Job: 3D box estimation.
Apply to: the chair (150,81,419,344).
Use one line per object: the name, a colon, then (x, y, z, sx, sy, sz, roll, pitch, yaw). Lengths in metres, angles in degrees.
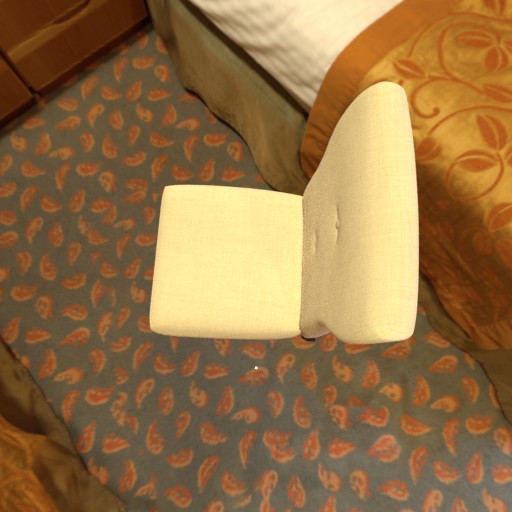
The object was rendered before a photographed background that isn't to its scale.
chair: (0.000, 0.000, 1.253, 0.597, 0.921, 0.509, 3, 76, 1)
